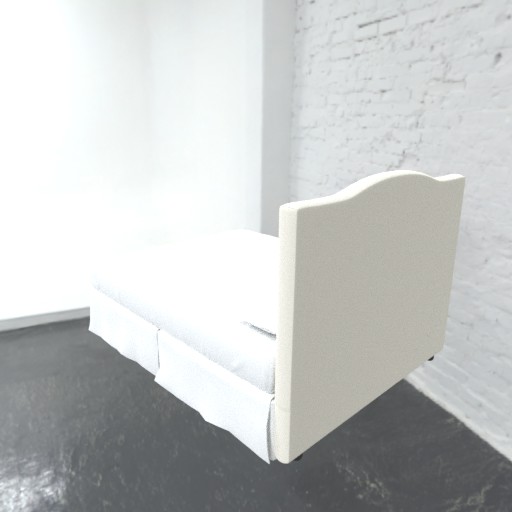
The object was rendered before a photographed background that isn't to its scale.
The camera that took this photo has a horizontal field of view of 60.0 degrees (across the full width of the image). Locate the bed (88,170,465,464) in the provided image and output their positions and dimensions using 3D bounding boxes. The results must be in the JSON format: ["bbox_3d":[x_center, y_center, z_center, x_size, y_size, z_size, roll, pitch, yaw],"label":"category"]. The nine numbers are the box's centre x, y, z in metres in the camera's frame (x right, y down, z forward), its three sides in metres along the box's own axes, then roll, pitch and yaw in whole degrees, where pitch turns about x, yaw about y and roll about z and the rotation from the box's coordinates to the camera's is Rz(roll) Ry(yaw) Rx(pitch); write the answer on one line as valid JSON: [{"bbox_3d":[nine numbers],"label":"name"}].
[{"bbox_3d":[0.000,0.000,3.366,1.821,1.436,2.282,-15,23,-41],"label":"bed"}]
